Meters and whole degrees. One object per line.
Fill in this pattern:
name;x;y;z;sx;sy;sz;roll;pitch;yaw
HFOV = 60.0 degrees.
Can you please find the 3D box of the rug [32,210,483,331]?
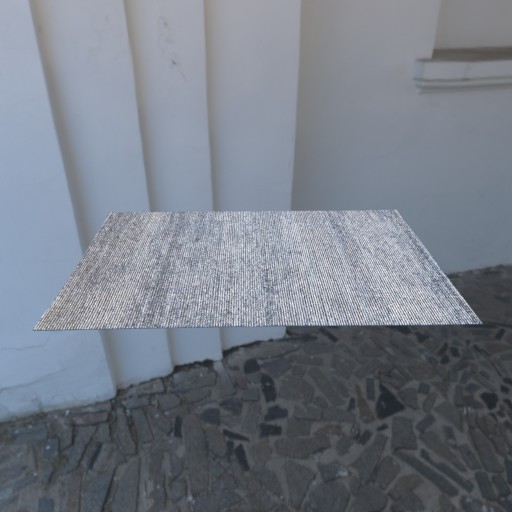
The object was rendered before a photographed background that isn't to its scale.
rug;0.000;0.000;2.190;1.740;0.010;1.135;-1;29;-1
